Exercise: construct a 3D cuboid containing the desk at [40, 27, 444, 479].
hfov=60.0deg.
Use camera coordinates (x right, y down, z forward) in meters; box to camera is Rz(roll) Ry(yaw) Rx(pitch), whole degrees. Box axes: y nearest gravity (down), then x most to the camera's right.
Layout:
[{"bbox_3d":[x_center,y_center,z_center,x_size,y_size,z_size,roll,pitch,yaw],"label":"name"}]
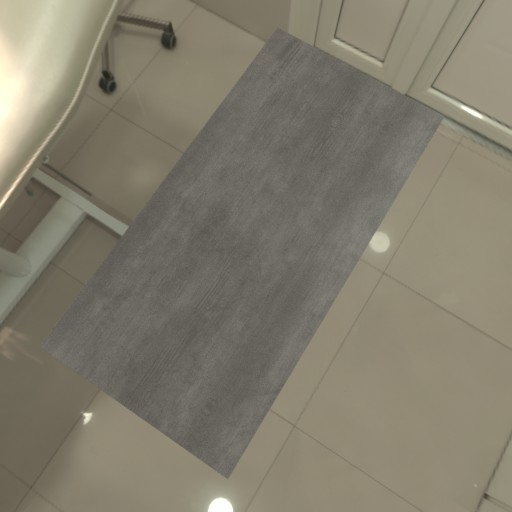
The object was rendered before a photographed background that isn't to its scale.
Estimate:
[{"bbox_3d":[0.000,0.000,1.623,0.600,0.740,1.200,32,78,8],"label":"desk"}]
